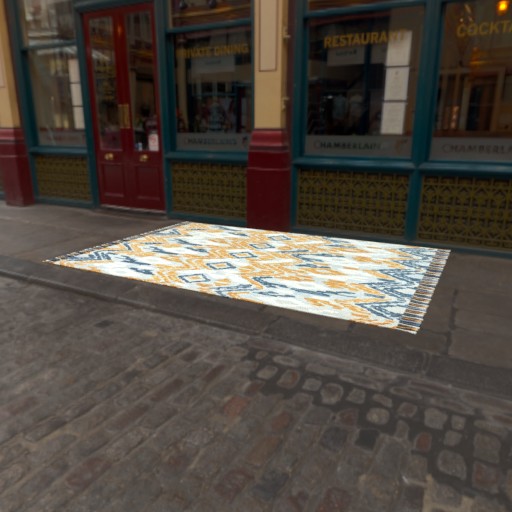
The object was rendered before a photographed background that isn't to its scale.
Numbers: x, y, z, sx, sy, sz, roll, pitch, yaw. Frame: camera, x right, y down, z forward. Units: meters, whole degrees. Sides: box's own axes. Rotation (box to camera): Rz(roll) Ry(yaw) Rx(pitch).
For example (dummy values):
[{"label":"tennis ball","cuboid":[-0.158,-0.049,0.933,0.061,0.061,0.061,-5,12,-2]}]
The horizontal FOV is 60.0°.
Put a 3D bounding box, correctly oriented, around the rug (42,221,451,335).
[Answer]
[{"label":"rug","cuboid":[0.000,0.000,2.366,1.827,0.008,1.230,8,17,27]}]
